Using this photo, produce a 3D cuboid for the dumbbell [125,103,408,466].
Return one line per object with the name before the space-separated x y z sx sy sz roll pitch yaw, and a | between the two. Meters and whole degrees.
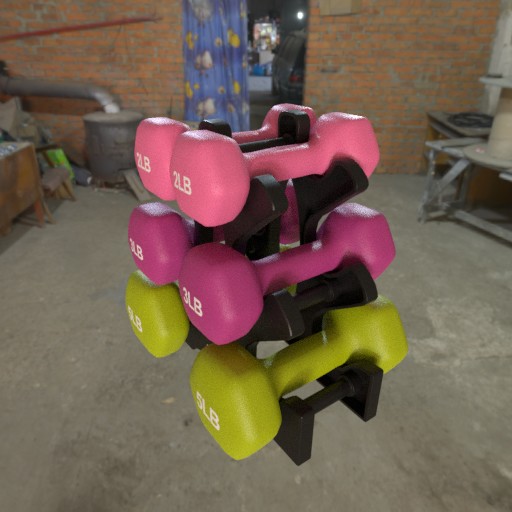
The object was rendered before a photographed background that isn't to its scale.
dumbbell | 0.000 0.000 0.426 0.203 0.261 0.257 -18 32 -31
